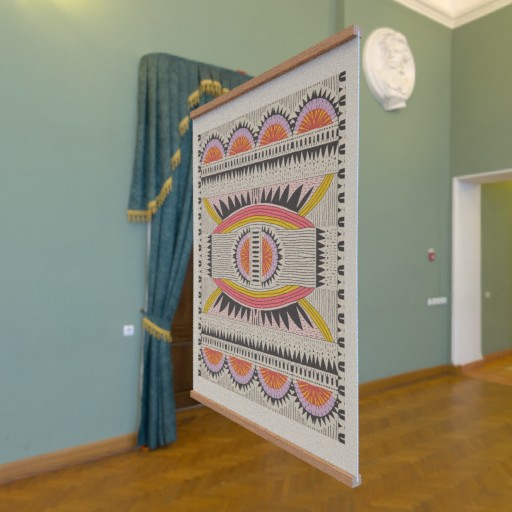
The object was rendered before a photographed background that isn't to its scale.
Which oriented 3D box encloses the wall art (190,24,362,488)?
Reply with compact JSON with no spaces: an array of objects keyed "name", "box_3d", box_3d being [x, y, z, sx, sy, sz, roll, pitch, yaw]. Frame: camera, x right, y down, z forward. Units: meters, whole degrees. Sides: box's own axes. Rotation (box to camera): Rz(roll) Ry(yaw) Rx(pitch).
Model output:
[{"name":"wall art","box_3d":[0.000,0.000,1.285,0.028,1.016,0.765,0,1,-36]}]
